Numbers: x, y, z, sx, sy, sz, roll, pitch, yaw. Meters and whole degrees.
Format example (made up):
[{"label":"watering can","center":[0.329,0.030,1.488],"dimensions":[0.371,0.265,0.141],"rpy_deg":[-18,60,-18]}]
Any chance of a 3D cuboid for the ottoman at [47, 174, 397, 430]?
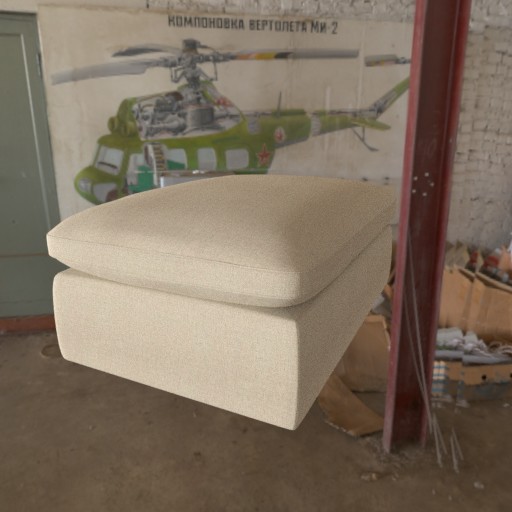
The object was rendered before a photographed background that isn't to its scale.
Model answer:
[{"label":"ottoman","center":[0.000,0.000,1.351],"dimensions":[0.686,0.453,0.984],"rpy_deg":[8,18,25]}]
